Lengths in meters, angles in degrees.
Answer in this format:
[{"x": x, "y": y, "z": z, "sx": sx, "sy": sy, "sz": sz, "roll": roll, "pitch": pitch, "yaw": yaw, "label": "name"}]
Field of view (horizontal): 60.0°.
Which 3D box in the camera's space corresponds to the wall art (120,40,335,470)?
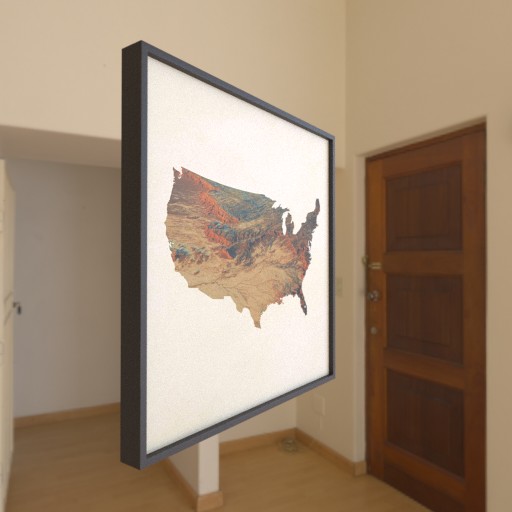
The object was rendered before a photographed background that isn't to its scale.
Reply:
[{"x": 0.000, "y": 0.000, "z": 0.736, "sx": 0.038, "sy": 0.507, "sz": 0.507, "roll": 0, "pitch": -1, "yaw": 37, "label": "wall art"}]
